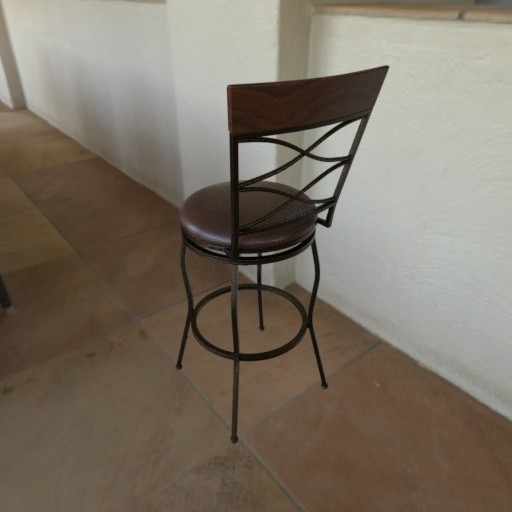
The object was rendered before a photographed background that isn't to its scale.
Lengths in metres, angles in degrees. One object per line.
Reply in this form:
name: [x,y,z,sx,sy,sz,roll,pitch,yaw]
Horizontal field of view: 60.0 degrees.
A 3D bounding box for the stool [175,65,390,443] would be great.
stool: [0.000,0.000,1.397,0.448,1.130,0.513,-20,36,-30]
